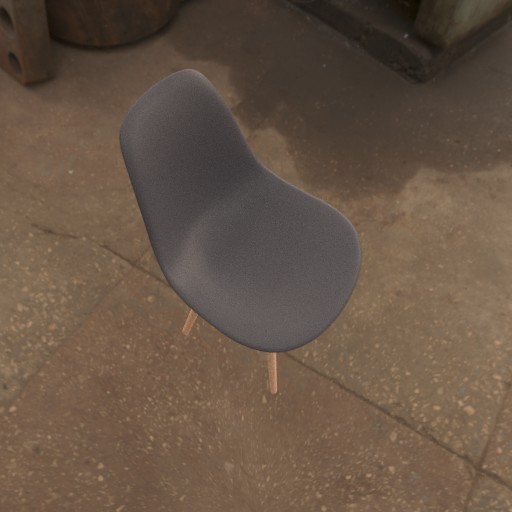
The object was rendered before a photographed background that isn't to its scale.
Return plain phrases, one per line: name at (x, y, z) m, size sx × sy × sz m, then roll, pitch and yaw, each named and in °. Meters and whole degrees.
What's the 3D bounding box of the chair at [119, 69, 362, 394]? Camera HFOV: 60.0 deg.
chair at (0.000, 0.000, 1.183) m, size 0.533 × 0.826 × 0.470 m, roll 31°, pitch 64°, yaw 17°
